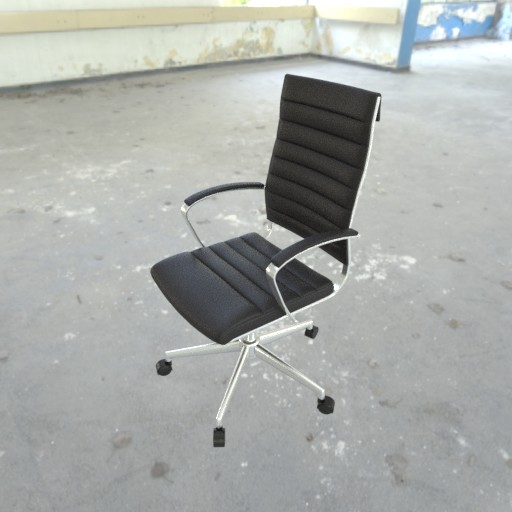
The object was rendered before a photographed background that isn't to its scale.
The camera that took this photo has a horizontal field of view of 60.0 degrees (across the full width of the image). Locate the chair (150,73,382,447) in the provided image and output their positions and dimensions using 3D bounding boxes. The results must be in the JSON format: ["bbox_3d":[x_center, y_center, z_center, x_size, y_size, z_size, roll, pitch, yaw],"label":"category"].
[{"bbox_3d":[0.000,0.000,1.639,0.739,1.149,0.766,-21,37,-31],"label":"chair"}]
